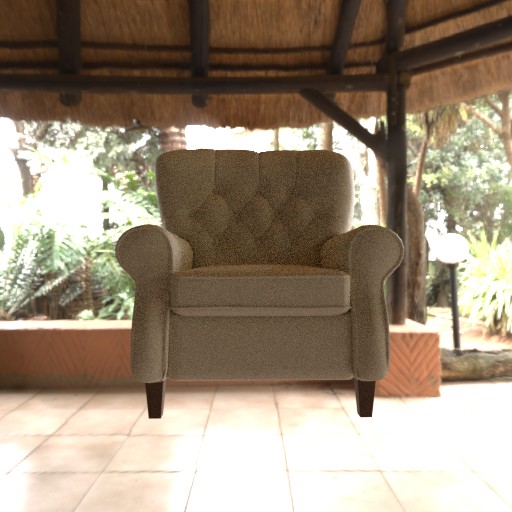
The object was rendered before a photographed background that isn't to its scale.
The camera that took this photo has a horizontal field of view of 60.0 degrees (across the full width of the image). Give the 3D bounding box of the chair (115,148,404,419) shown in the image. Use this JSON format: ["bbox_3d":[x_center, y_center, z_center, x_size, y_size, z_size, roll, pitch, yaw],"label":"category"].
[{"bbox_3d":[0.000,0.000,2.033,1.035,1.169,1.132,0,0,-1],"label":"chair"}]
